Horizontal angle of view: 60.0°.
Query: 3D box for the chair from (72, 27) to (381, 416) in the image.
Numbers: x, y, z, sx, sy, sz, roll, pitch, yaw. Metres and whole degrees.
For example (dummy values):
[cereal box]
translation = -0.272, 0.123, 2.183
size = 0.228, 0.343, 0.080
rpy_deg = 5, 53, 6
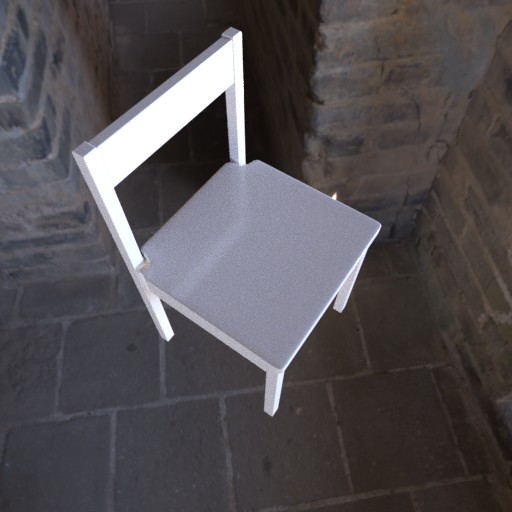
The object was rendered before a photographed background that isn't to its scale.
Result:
[chair]
translation = 0.000, 0.000, 0.899
size = 0.361, 0.668, 0.367
rpy_deg = 31, 63, 18
